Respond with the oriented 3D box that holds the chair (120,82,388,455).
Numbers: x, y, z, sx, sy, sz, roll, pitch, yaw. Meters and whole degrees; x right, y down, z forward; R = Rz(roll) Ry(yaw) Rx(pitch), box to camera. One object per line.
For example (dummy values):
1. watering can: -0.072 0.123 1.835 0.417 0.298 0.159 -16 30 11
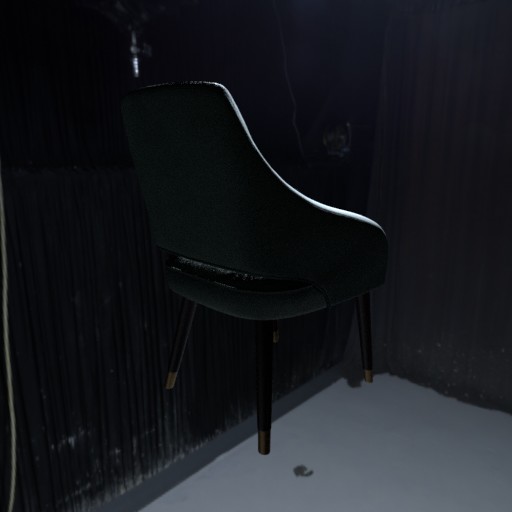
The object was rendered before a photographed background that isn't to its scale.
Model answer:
1. chair: 0.000 0.000 1.583 0.794 1.081 0.683 -13 19 -42
